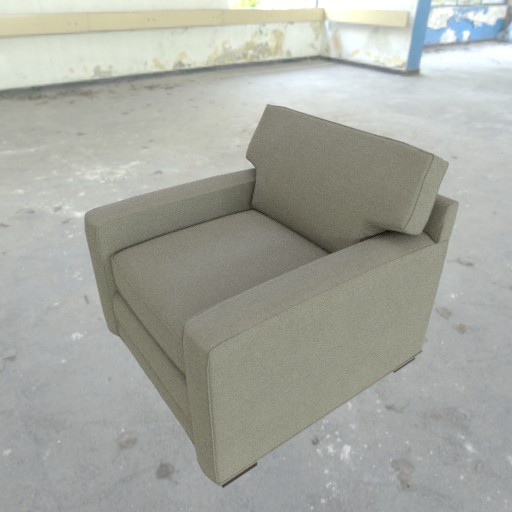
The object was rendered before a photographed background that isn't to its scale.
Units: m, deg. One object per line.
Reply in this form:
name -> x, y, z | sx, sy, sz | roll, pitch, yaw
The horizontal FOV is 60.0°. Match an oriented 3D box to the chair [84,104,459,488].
chair -> 0.000, 0.000, 1.757 | 1.044, 0.934, 0.999 | -20, 37, -30
